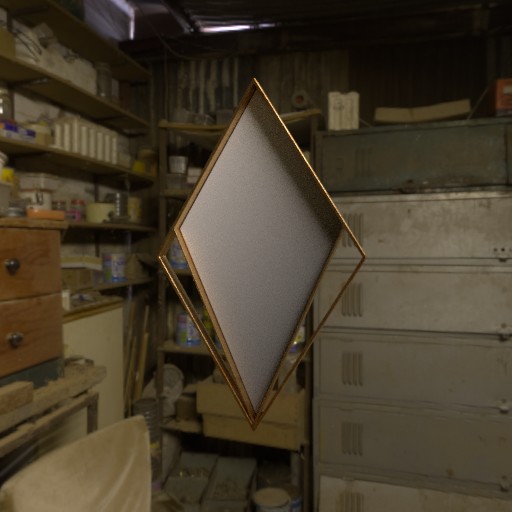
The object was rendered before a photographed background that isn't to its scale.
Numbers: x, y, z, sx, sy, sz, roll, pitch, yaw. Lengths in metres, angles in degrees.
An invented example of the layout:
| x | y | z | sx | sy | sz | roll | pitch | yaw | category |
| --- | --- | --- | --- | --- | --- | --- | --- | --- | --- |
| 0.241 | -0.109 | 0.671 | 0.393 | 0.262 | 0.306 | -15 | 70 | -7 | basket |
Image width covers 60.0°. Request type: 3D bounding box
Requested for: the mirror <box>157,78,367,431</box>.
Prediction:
| x | y | z | sx | sy | sz | roll | pitch | yaw | category |
| --- | --- | --- | --- | --- | --- | --- | --- | --- | --- |
| 0.000 | 0.000 | 0.866 | 0.419 | 0.679 | 0.032 | 0 | 1 | 17 | mirror |
